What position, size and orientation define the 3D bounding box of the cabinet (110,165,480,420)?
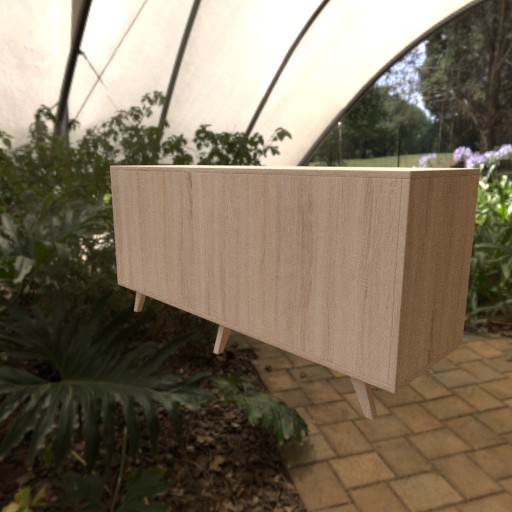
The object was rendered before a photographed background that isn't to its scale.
[{"bbox_3d":[0.000,0.000,1.980,0.500,0.780,1.650,-12,17,-43],"label":"cabinet"}]
